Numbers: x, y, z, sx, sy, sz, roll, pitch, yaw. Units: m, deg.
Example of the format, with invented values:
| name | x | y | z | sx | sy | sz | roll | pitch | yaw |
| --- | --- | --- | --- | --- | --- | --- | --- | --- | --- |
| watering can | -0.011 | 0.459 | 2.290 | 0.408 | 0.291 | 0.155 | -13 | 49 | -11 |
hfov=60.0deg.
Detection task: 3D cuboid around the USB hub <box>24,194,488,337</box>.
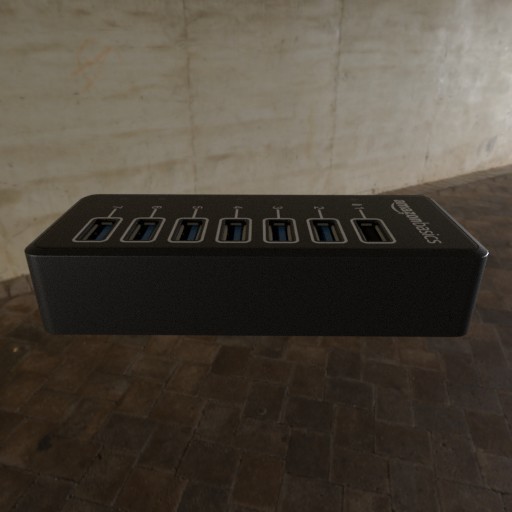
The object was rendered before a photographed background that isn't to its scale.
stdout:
| name | x | y | z | sx | sy | sz | roll | pitch | yaw |
| --- | --- | --- | --- | --- | --- | --- | --- | --- | --- |
| USB hub | 0.000 | 0.000 | 0.126 | 0.110 | 0.023 | 0.044 | 0 | 26 | 1 |
